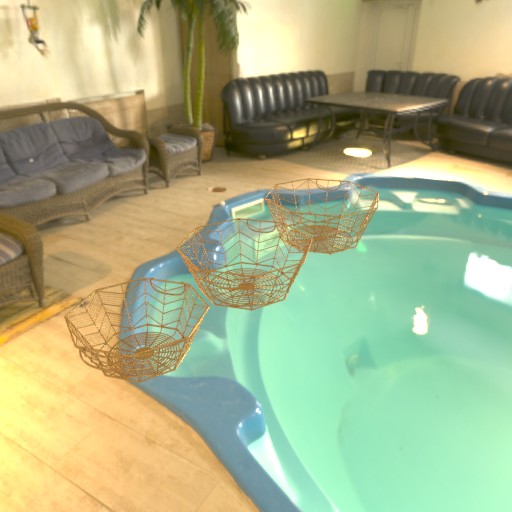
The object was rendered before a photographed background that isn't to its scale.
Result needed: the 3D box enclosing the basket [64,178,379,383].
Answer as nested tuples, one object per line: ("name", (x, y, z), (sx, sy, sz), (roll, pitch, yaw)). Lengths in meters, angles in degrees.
("basket", (0.000, 0.000, 1.380), (0.432, 0.178, 1.245), (19, 32, 33))
